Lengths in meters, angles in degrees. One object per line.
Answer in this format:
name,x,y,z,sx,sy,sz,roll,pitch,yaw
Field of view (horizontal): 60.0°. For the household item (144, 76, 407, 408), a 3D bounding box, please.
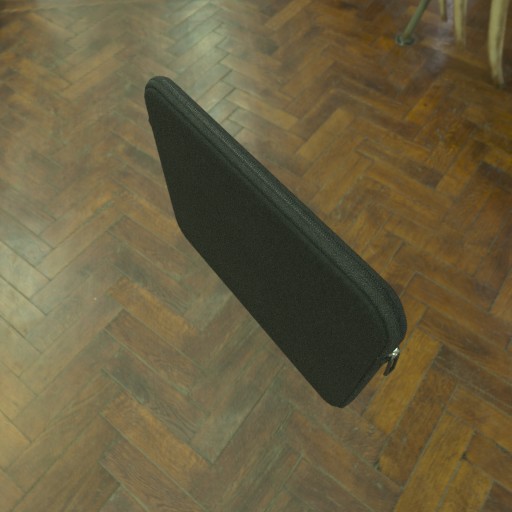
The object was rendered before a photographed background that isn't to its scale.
household item,0.000,0.000,0.529,0.030,0.305,0.396,-34,65,-19
